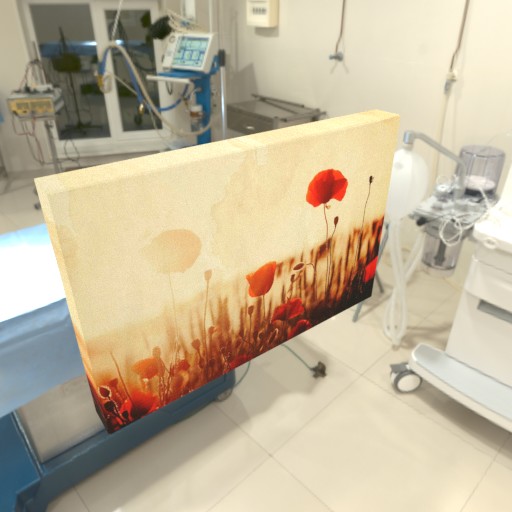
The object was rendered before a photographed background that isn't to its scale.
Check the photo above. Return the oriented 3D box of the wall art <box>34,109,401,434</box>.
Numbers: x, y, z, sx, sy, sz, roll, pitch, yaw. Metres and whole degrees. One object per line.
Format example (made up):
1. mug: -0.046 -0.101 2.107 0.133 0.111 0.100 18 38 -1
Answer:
1. wall art: 0.000 0.000 0.477 0.383 0.251 0.037 -21 36 -31
